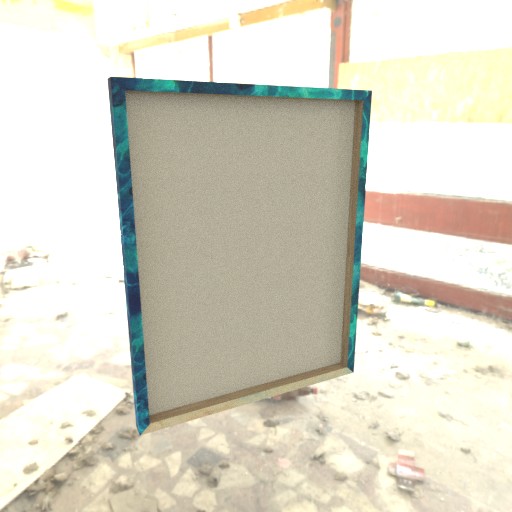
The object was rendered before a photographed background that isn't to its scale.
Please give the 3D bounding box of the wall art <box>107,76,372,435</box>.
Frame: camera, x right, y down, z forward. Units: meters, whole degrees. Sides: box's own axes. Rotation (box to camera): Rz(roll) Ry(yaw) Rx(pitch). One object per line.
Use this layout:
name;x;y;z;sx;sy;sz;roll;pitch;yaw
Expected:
wall art;0.000;0.000;1.052;0.609;0.760;0.038;-8;17;-26
